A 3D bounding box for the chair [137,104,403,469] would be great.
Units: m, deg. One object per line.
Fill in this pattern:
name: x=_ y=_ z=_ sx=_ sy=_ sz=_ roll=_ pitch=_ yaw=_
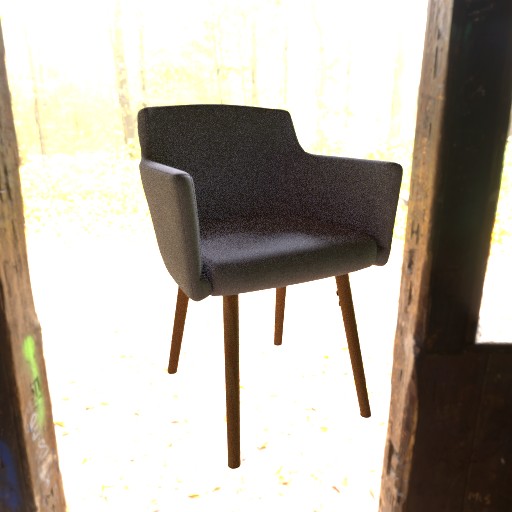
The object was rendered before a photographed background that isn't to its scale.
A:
chair: x=0.000 y=0.000 z=1.173 sx=0.570 sy=0.780 sz=0.540 roll=-9 pitch=19 yaw=-27
